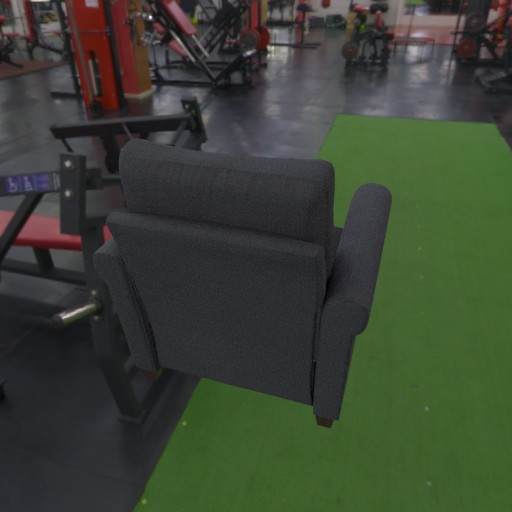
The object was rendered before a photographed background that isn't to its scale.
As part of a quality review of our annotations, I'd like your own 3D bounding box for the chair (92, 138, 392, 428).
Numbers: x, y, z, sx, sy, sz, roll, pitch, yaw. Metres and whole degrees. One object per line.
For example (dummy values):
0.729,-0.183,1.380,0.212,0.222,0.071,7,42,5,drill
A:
0.000,0.000,1.603,0.867,0.942,0.828,10,33,16,chair
